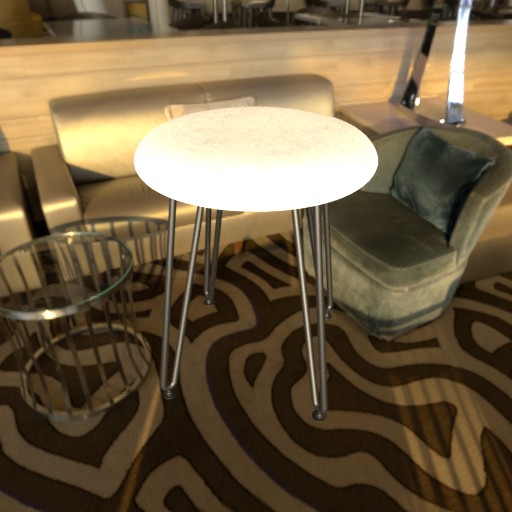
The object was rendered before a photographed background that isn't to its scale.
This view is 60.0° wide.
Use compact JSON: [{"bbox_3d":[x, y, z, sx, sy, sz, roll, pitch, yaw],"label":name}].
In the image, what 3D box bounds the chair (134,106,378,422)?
[{"bbox_3d":[0.000,0.000,0.661,0.350,0.386,0.350,-20,37,-29],"label":"chair"}]
